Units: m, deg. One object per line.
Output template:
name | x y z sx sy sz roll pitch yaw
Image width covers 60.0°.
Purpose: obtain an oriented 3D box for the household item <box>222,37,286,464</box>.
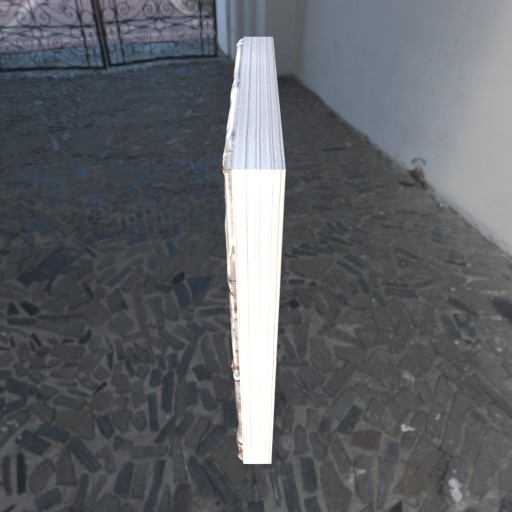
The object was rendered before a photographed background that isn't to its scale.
household item | 0.000 0.000 0.281 0.025 0.216 0.165 0 40 0
